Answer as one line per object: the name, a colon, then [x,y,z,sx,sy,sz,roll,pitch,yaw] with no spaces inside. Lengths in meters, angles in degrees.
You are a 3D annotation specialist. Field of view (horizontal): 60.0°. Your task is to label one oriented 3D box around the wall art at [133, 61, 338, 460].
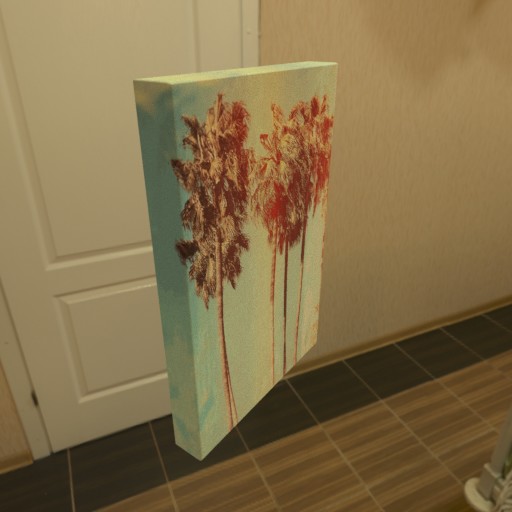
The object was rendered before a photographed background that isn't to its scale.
wall art: [0.000,0.000,0.487,0.039,0.380,0.251,18,32,32]
